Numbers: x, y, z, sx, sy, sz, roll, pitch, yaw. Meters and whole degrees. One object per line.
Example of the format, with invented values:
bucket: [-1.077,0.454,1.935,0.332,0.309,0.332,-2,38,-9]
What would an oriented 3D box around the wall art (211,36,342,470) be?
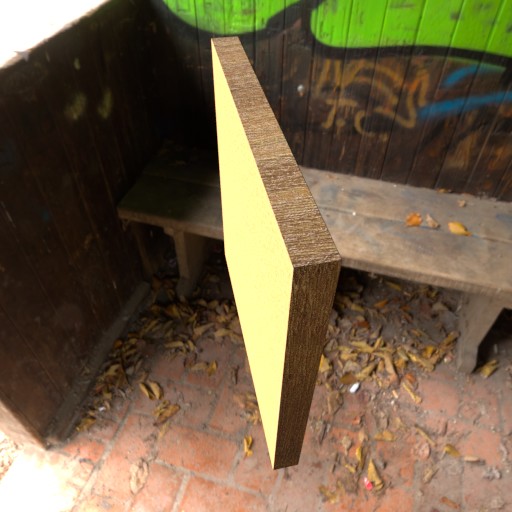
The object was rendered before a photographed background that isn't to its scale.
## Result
wall art: [0.000,0.000,0.582,0.039,0.403,0.406,-9,47,-8]
